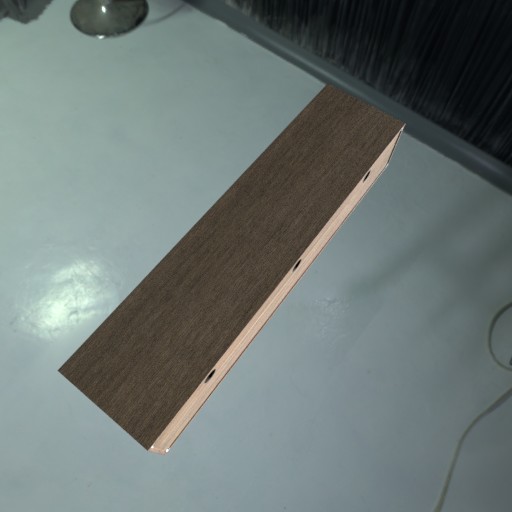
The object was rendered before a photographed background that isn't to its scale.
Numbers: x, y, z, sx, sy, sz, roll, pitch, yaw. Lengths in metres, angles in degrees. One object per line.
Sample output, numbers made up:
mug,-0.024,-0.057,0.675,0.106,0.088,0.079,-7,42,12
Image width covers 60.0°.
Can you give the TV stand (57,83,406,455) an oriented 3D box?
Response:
TV stand,0.000,0.000,1.717,0.366,0.409,1.482,34,68,16
